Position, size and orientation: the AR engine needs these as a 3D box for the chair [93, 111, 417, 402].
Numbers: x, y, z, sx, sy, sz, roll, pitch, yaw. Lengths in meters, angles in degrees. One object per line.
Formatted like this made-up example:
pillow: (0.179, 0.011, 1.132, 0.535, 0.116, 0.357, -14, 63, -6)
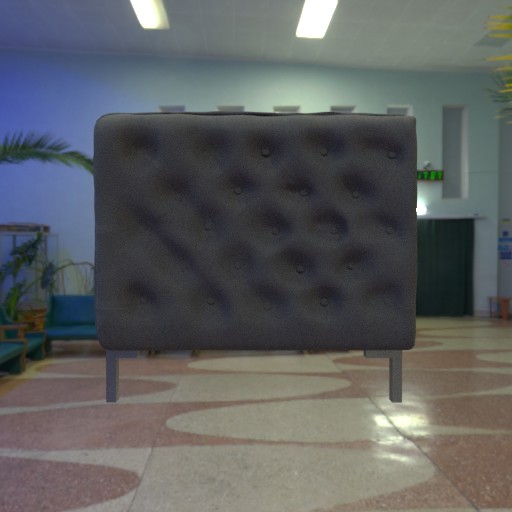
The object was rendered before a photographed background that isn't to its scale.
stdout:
chair: (0.000, 0.000, 1.630, 0.913, 0.807, 0.946, 0, 1, 0)
